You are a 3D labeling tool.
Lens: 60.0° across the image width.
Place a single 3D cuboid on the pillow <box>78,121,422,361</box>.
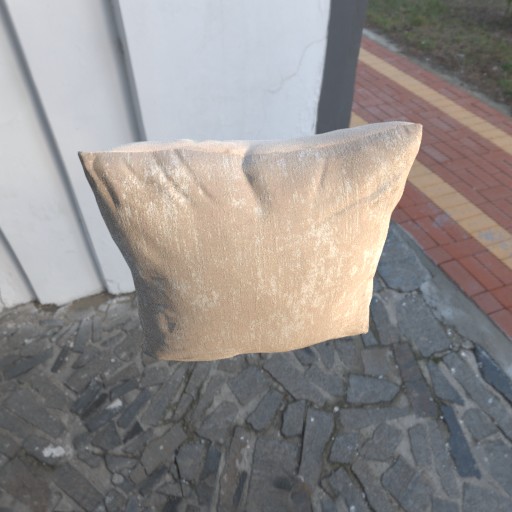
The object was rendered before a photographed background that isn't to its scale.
[{"bbox_3d":[0.000,0.000,0.722,0.450,0.448,0.245,-4,45,-4],"label":"pillow"}]
